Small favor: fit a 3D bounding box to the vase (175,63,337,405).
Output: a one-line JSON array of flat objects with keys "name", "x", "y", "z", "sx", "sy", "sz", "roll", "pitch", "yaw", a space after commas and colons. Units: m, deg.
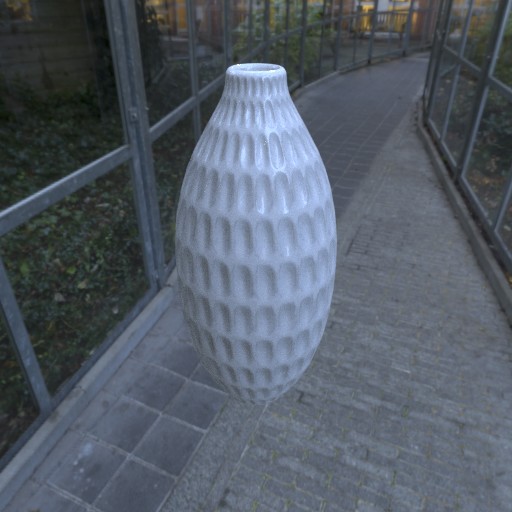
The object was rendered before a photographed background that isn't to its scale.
[{"name": "vase", "x": 0.000, "y": 0.000, "z": 0.356, "sx": 0.127, "sy": 0.282, "sz": 0.127, "roll": 0, "pitch": 31, "yaw": 0}]
